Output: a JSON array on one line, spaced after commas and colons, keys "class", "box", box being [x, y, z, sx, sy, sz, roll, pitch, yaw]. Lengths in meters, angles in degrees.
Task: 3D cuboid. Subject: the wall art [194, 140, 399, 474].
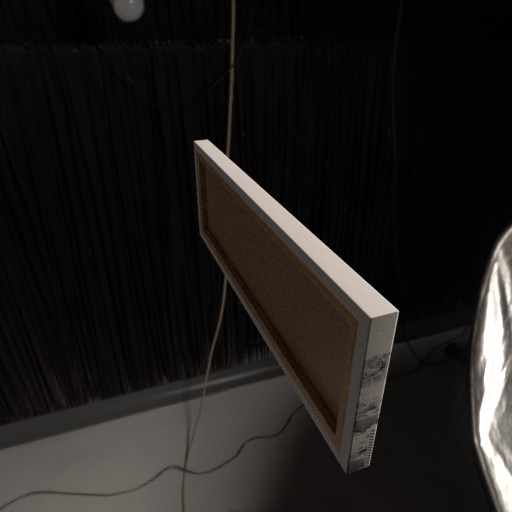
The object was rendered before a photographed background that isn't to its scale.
[{"class": "wall art", "box": [0.000, 0.000, 0.839, 0.038, 0.255, 0.763, -10, 31, -18]}]
